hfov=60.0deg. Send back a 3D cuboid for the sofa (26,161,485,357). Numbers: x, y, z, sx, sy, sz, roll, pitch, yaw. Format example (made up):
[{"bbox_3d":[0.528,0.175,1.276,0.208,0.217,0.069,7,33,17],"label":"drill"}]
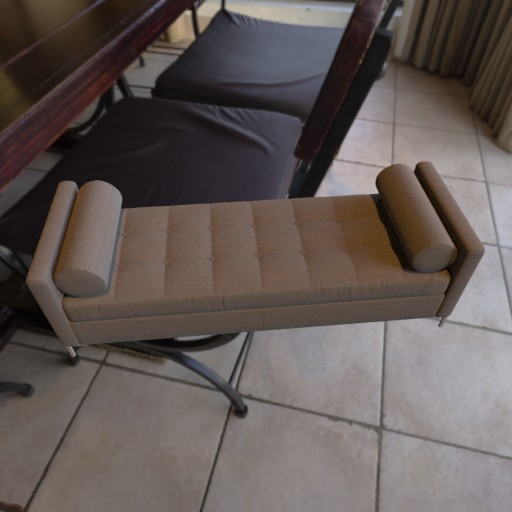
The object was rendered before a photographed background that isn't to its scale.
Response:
[{"bbox_3d":[0.000,0.000,2.334,1.981,0.635,0.686,-4,47,-4],"label":"sofa"}]
